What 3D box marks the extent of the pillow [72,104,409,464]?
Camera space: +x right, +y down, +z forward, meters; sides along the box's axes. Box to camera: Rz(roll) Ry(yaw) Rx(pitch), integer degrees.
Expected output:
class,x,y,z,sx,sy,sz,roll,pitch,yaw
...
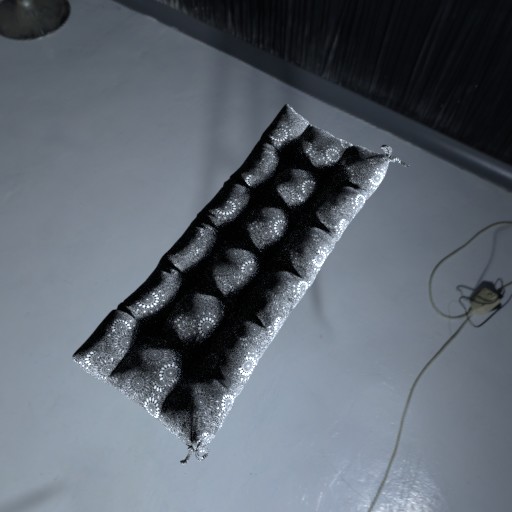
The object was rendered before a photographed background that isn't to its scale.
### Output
class,x,y,z,sx,sy,sz,roll,pitch,yaw
pillow,0.000,0.000,1.383,0.511,0.174,1.194,31,68,14
